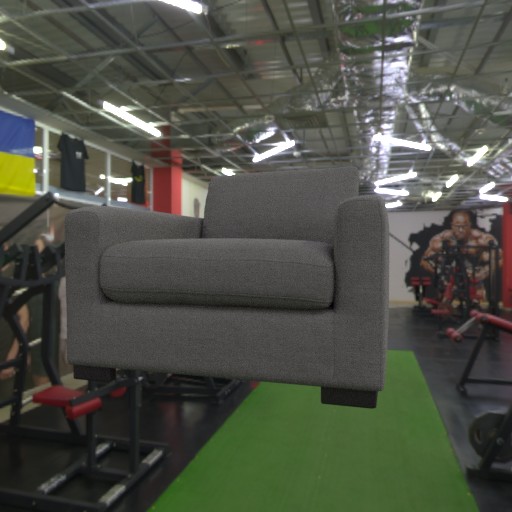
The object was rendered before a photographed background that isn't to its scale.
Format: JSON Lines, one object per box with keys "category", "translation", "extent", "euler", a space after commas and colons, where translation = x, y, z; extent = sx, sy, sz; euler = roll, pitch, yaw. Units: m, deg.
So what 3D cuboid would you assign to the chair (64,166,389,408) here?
{"category": "chair", "translation": [0.000, 0.000, 1.870], "extent": [1.070, 0.847, 1.100], "euler": [0, 0, 17]}
